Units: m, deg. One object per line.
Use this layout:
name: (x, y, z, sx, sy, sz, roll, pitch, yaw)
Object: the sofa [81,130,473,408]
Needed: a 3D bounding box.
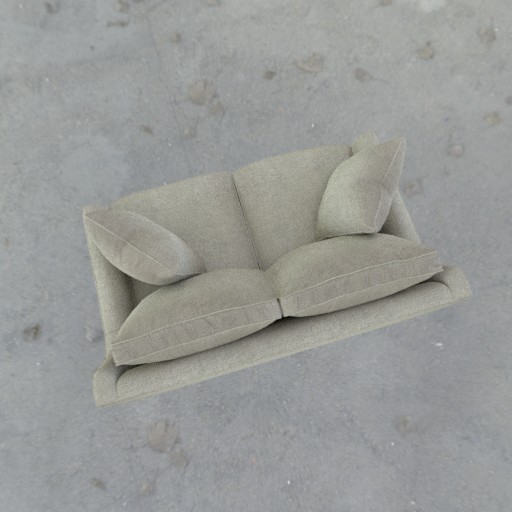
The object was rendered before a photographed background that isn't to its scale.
sofa: (0.000, 0.000, 2.009, 1.422, 0.863, 0.915, -16, 76, -4)
